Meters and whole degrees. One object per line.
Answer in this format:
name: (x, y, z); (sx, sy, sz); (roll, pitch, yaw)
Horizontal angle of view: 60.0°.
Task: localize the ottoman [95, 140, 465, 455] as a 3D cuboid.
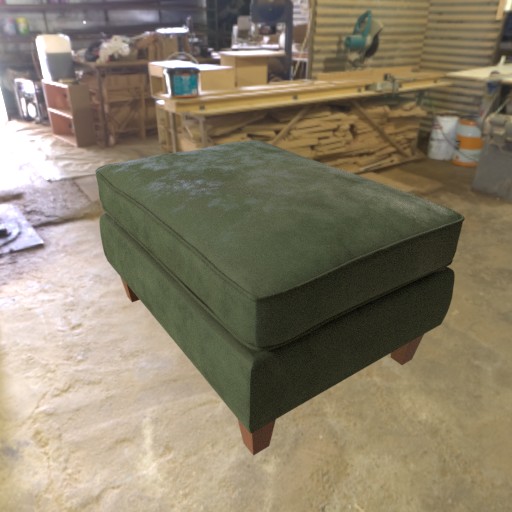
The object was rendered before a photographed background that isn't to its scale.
ottoman: (0.000, 0.000, 1.257); (0.632, 0.495, 0.864); (-19, 34, -30)
